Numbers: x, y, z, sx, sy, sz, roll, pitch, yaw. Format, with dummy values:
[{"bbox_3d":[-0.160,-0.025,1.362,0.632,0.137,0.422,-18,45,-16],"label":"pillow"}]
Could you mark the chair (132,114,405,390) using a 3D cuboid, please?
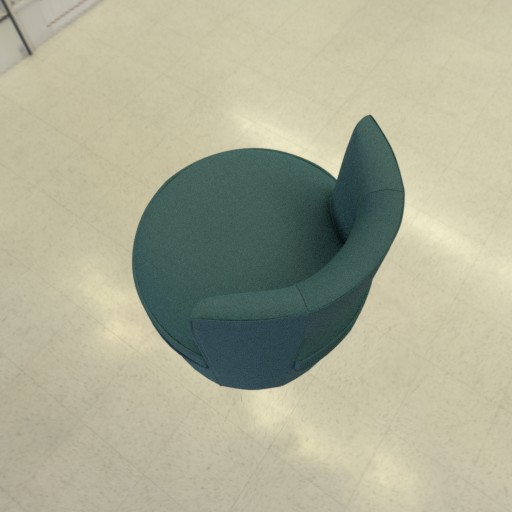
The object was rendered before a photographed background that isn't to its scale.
[{"bbox_3d":[0.000,0.000,1.263,0.660,0.711,0.684,34,68,16],"label":"chair"}]
